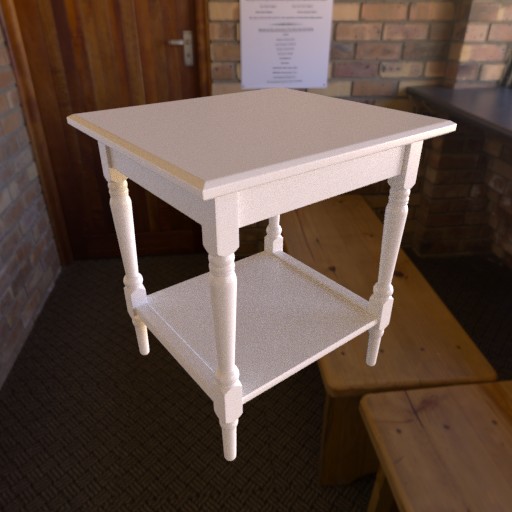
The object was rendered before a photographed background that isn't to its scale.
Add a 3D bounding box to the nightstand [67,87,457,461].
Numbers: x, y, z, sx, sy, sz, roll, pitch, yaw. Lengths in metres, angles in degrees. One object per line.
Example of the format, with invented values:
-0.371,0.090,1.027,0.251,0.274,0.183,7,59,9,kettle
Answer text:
0.000,0.000,0.907,0.505,0.555,0.459,-21,36,-32,nightstand
